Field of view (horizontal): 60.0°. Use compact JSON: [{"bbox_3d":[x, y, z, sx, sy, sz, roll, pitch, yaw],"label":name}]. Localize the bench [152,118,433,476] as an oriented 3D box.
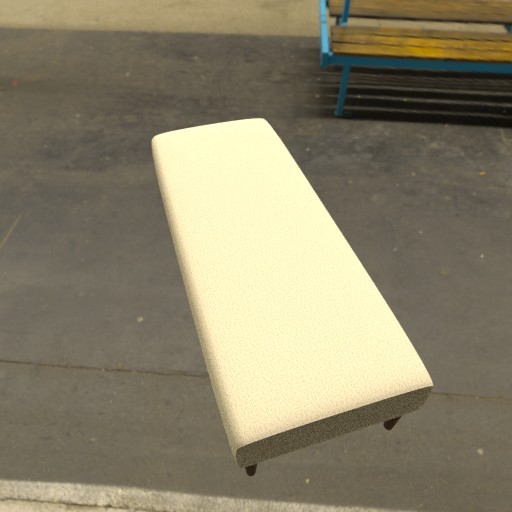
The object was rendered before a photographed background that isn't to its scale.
[{"bbox_3d":[0.000,0.000,1.876,0.646,0.393,1.609,-13,48,-12],"label":"bench"}]
